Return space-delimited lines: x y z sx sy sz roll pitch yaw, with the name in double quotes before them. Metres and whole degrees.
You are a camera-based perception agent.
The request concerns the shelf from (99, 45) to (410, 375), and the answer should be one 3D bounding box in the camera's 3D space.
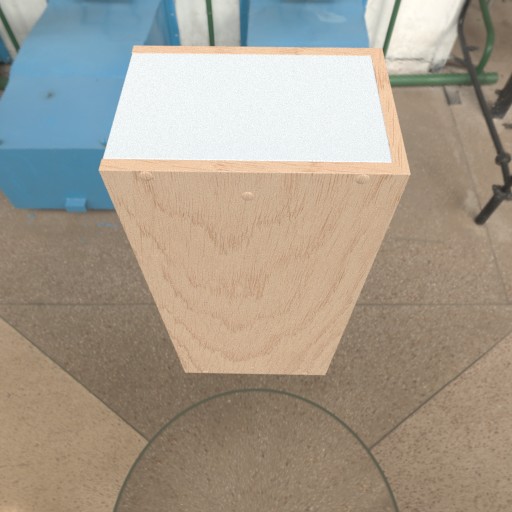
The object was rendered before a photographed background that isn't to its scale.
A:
"shelf" 0.000 0.000 0.717 0.290 0.600 0.200 1 58 1
